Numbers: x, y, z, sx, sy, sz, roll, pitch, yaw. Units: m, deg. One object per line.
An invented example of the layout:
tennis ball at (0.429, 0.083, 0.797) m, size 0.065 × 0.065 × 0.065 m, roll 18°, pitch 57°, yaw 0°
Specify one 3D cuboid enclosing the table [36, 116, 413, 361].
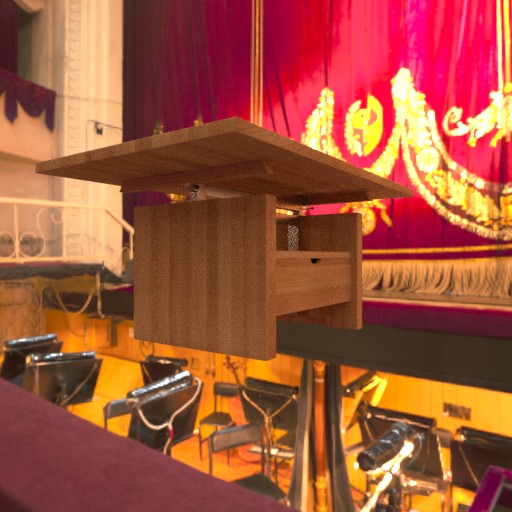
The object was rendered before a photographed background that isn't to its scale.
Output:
table at (0.000, 0.000, 1.458) m, size 0.700 × 0.510 × 1.100 m, roll 0°, pitch 0°, yaw 36°
